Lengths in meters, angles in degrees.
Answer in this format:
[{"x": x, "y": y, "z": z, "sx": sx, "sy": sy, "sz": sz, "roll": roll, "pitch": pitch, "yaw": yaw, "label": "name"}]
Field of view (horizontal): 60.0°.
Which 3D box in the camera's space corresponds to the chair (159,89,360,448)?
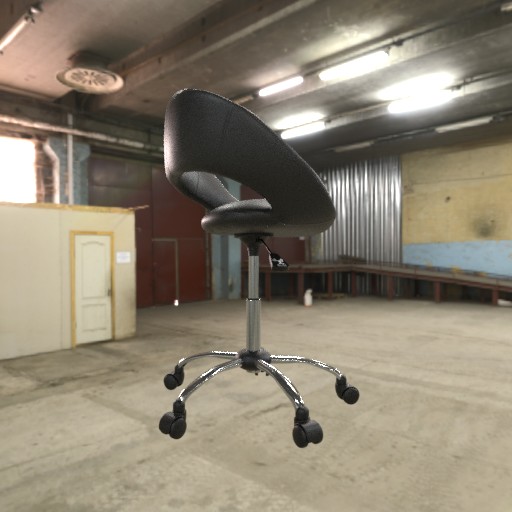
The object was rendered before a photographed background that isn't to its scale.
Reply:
[{"x": 0.000, "y": 0.000, "z": 1.182, "sx": 0.538, "sy": 0.791, "sz": 0.612, "roll": 0, "pitch": 0, "yaw": -18, "label": "chair"}]
